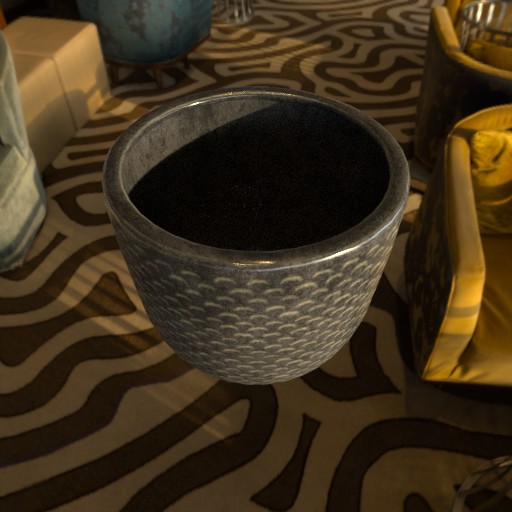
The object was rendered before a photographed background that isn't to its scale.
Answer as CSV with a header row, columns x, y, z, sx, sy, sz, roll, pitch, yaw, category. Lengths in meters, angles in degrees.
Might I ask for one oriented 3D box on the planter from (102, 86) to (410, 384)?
x,y,z,sx,sy,sz,roll,pitch,yaw,category
0.000,0.000,0.355,0.197,0.191,0.197,0,47,0,planter
